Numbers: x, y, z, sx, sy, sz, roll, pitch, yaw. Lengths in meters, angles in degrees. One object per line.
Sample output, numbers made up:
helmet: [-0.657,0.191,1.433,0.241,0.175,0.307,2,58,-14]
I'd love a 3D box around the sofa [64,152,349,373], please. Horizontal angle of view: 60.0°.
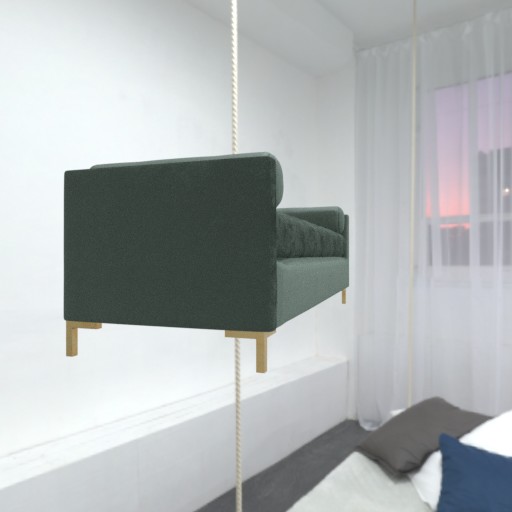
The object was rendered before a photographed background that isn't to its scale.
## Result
sofa: [0.000,0.000,2.427,0.796,0.705,2.102,0,0,18]
